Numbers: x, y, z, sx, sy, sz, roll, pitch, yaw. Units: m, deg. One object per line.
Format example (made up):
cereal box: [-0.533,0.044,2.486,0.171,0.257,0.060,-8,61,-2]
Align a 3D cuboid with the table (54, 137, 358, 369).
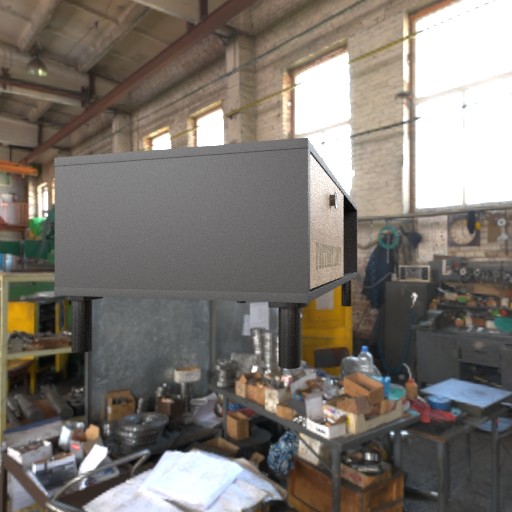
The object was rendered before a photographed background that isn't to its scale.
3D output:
table: [0.000,0.000,1.355,0.550,0.400,1.100,0,0,17]
